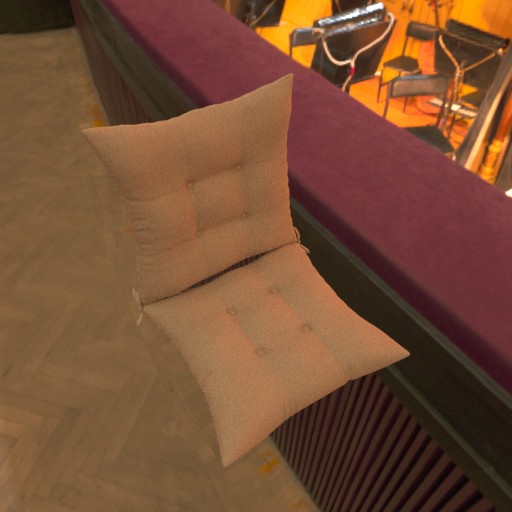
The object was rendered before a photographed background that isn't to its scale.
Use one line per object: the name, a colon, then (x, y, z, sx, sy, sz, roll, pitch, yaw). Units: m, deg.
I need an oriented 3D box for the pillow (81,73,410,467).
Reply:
pillow: (0.000, 0.000, 0.988, 0.541, 0.536, 0.585, -23, 49, -22)
